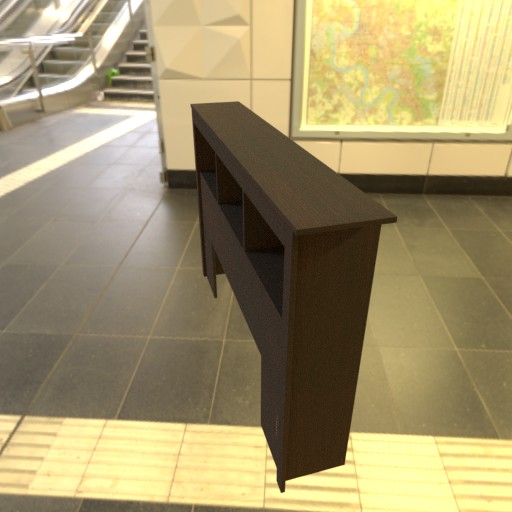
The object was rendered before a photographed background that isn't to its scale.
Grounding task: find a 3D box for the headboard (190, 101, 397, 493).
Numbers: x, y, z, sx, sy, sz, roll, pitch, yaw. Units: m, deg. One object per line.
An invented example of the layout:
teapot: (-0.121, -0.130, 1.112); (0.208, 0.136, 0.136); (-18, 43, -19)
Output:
headboard: (0.000, 0.000, 2.080); (0.279, 1.092, 1.671); (-8, 30, -14)
